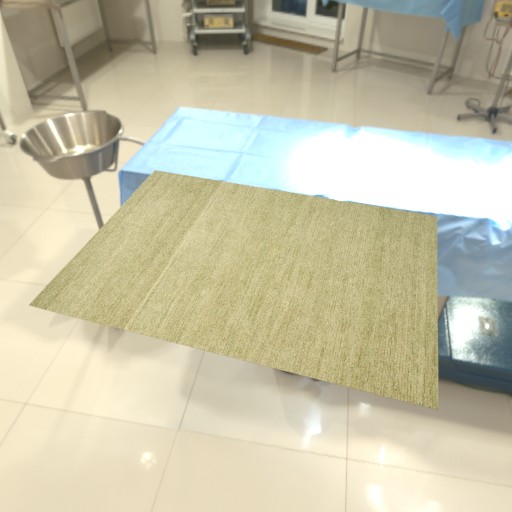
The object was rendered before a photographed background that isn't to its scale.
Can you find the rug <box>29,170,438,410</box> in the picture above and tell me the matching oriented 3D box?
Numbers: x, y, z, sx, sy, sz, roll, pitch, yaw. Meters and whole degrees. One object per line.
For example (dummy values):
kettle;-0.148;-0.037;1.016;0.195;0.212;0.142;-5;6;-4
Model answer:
rug;0.000;0.000;2.900;2.270;0.017;1.606;11;42;13
